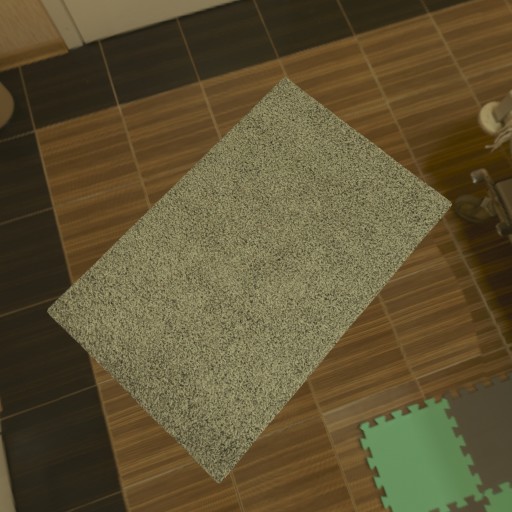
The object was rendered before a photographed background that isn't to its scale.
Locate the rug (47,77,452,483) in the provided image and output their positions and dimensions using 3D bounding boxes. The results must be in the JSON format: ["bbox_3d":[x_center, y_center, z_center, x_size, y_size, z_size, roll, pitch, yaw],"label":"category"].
[{"bbox_3d":[0.000,0.000,3.440,1.778,0.030,2.743,41,79,10],"label":"rug"}]
